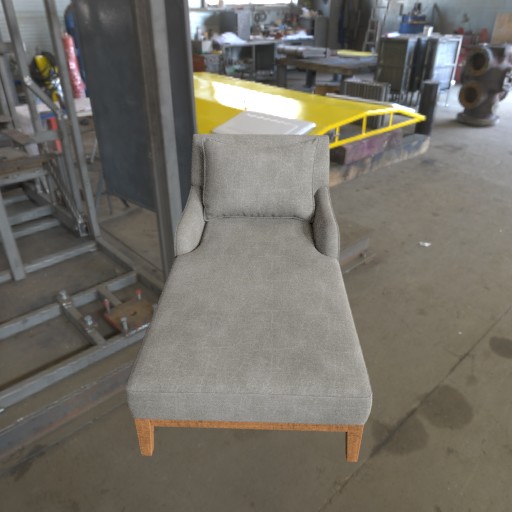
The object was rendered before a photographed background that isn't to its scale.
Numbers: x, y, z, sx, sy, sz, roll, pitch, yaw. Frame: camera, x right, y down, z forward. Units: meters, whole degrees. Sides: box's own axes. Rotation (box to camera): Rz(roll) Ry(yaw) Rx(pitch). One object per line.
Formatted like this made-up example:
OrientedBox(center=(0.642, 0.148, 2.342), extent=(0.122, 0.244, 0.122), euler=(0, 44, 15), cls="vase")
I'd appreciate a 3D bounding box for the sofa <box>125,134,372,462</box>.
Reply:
OrientedBox(center=(0.000, 0.000, 2.285), extent=(0.894, 0.859, 1.779), euler=(1, 30, 2), cls="sofa")
